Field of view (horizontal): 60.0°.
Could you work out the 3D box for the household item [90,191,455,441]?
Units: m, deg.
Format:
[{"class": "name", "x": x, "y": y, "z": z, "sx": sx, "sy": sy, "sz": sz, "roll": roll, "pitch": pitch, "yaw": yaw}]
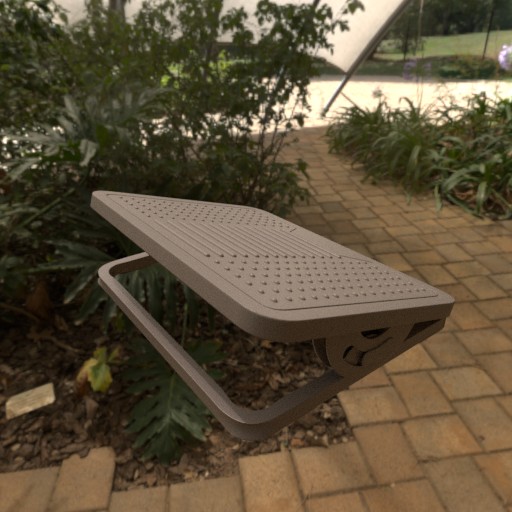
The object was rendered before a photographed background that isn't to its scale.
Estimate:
[{"class": "household item", "x": 0.000, "y": 0.000, "z": 0.549, "sx": 0.301, "sy": 0.126, "sz": 0.390, "roll": -18, "pitch": 32, "yaw": -33}]
